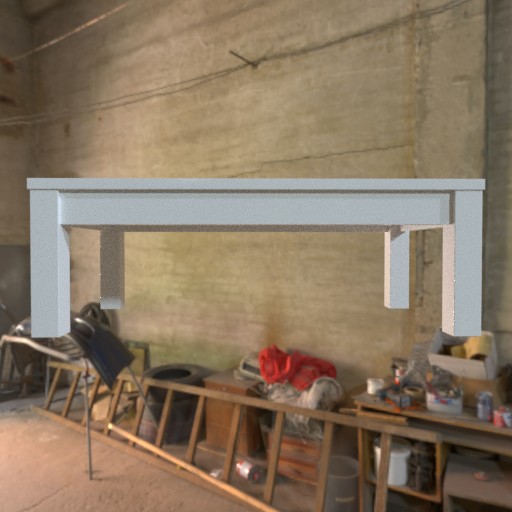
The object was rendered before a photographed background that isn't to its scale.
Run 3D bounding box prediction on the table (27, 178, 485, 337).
[{"bbox_3d":[0.000,0.000,1.659,1.350,0.470,0.700,0,1,-1],"label":"table"}]
